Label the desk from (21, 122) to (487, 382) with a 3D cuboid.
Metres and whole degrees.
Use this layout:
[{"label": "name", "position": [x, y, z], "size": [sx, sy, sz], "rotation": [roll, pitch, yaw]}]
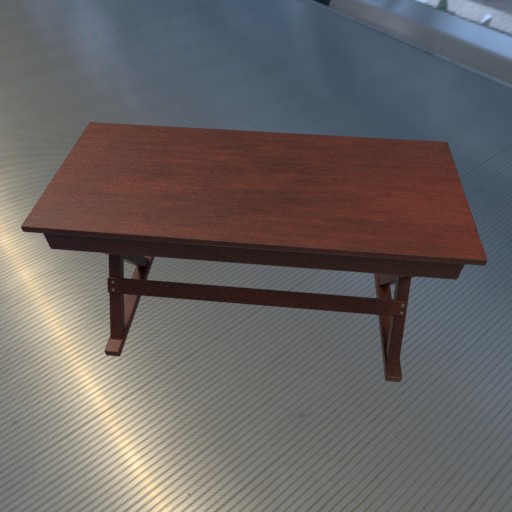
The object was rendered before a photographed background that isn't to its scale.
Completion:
[{"label": "desk", "position": [0.000, 0.000, 1.775], "size": [1.372, 0.761, 0.600], "rotation": [4, 48, 4]}]
